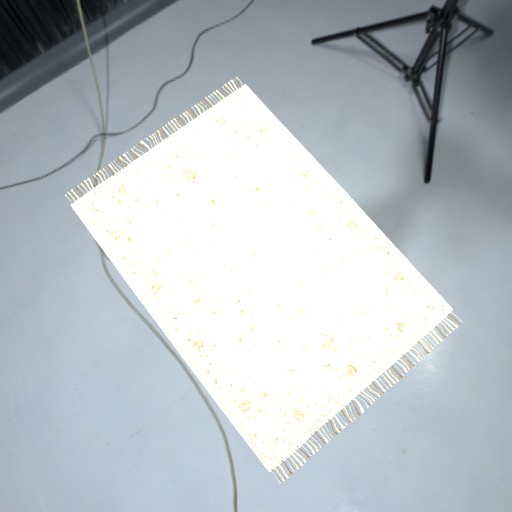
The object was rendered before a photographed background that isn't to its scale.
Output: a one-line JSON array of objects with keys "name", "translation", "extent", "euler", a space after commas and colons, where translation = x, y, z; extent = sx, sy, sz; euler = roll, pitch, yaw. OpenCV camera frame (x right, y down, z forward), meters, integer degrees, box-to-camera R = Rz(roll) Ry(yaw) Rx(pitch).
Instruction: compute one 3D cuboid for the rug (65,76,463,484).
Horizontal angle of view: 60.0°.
[{"name": "rug", "translation": [0.000, 0.000, 2.334], "extent": [1.218, 0.017, 1.861], "euler": [-38, 78, -9]}]
